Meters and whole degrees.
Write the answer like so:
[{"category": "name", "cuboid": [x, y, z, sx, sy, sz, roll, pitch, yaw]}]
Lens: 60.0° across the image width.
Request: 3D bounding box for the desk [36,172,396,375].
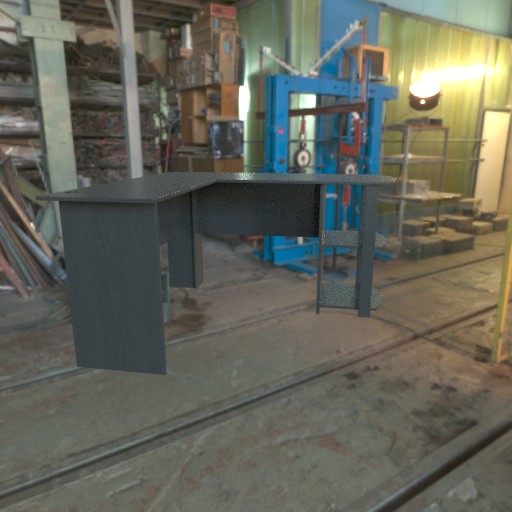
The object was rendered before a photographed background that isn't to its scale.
[{"category": "desk", "cuboid": [0.000, 0.000, 2.172, 1.361, 0.716, 1.303, 3, 15, 10]}]
